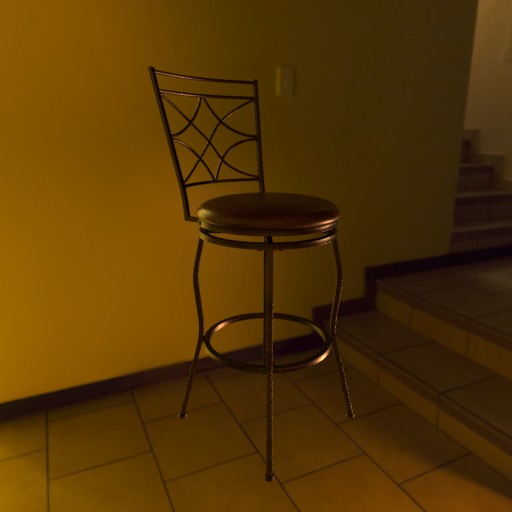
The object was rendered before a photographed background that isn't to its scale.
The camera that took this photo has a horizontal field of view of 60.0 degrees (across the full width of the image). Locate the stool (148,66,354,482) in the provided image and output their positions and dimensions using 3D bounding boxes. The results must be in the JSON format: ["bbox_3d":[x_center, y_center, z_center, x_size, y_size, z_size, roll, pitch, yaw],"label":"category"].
[{"bbox_3d":[0.000,0.000,1.408,0.534,1.117,0.434,15,21,43],"label":"stool"}]
